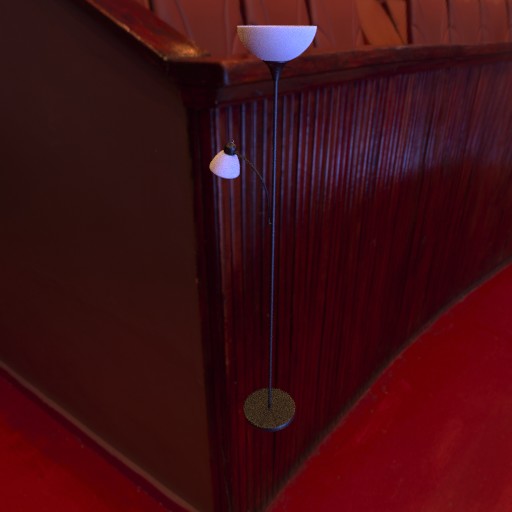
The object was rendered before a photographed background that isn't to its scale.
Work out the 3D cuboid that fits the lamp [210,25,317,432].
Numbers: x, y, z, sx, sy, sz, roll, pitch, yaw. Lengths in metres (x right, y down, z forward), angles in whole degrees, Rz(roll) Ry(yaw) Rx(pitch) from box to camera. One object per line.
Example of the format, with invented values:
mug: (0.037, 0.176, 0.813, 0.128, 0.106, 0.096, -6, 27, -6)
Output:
lamp: (0.000, 0.000, 1.959, 0.442, 1.804, 0.279, 18, 33, 30)
